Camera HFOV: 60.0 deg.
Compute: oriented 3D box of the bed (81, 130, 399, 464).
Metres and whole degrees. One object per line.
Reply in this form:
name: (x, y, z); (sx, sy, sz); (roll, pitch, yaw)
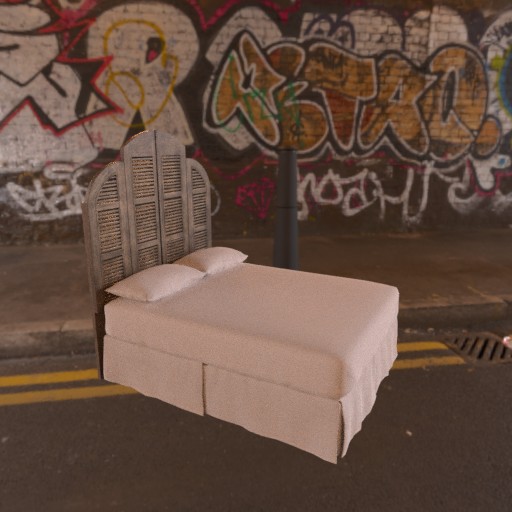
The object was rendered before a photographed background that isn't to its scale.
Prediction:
bed: (0.000, 0.000, 3.648); (2.138, 2.019, 1.713); (8, 16, 28)
